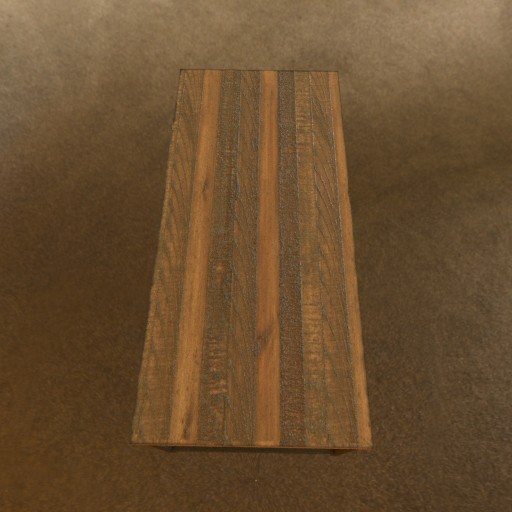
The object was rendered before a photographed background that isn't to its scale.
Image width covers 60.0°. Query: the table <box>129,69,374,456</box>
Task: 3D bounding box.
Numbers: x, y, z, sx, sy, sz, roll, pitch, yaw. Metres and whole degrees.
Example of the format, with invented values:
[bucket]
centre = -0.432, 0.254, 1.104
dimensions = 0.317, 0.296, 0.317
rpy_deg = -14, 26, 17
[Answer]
[table]
centre = 0.000, 0.000, 1.220
dimensions = 0.452, 0.399, 0.990
rpy_deg = 1, 63, 0
